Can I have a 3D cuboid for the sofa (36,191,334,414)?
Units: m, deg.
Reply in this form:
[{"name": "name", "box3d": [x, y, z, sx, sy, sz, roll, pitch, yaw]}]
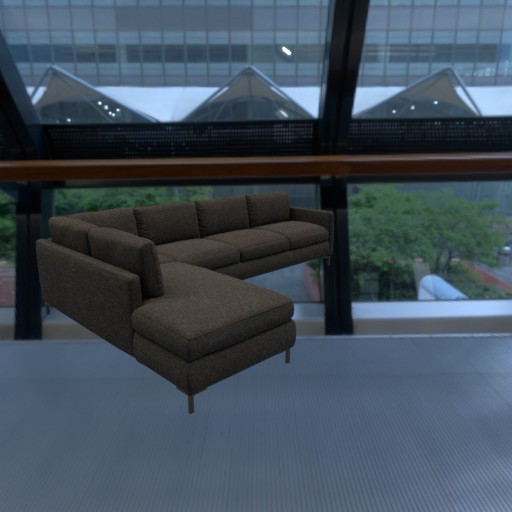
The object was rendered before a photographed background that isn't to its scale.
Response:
[{"name": "sofa", "box3d": [0.000, 0.000, 3.808, 2.007, 0.815, 2.949, 14, 19, 43]}]
